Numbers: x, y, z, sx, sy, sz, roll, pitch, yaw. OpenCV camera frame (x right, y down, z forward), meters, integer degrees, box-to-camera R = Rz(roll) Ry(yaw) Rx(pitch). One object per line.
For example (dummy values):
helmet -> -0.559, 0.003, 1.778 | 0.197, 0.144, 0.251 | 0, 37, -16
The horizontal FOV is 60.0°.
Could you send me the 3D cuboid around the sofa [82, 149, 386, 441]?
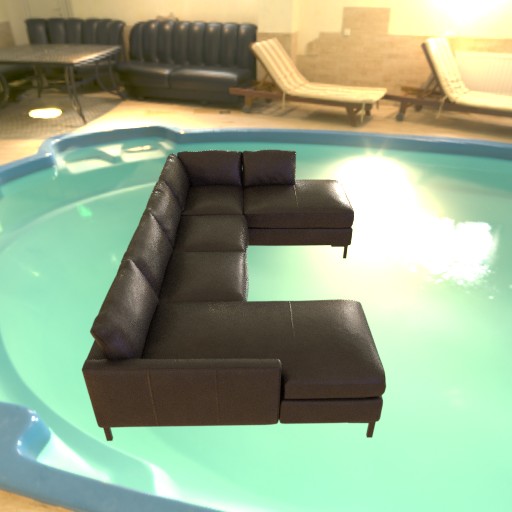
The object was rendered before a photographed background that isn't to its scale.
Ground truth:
sofa -> 0.000, 0.000, 3.742 | 1.939, 0.900, 2.956 | 0, 32, -1
